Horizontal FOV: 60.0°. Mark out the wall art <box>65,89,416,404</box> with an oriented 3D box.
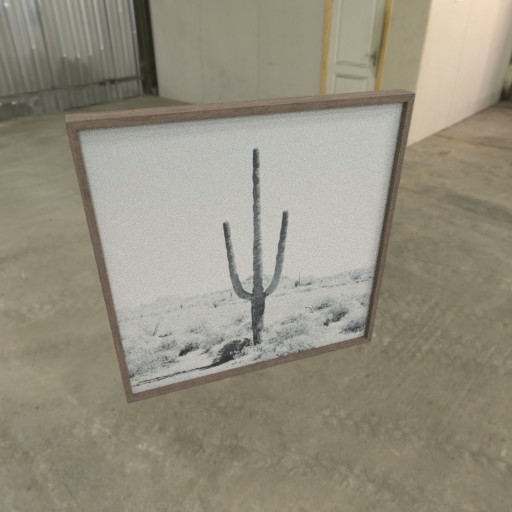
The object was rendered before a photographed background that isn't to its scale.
[{"bbox_3d":[0.000,0.000,0.761,0.508,0.508,0.038,-10,33,-16],"label":"wall art"}]
